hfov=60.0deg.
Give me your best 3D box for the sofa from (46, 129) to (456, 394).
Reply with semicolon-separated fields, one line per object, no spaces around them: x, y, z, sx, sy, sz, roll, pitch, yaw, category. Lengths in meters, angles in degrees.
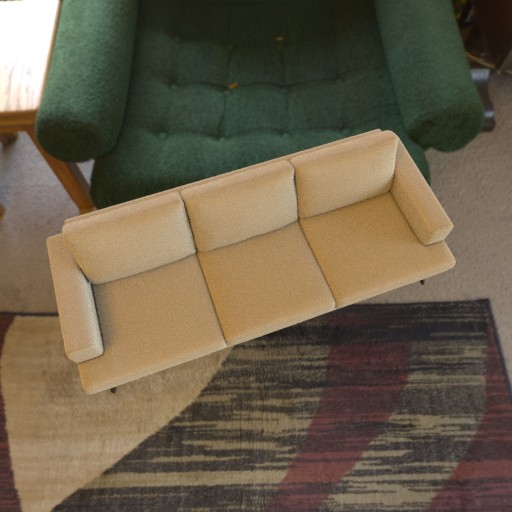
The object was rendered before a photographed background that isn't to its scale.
0.000;0.000;2.721;2.310;0.810;0.920;-18;66;-8;sofa
